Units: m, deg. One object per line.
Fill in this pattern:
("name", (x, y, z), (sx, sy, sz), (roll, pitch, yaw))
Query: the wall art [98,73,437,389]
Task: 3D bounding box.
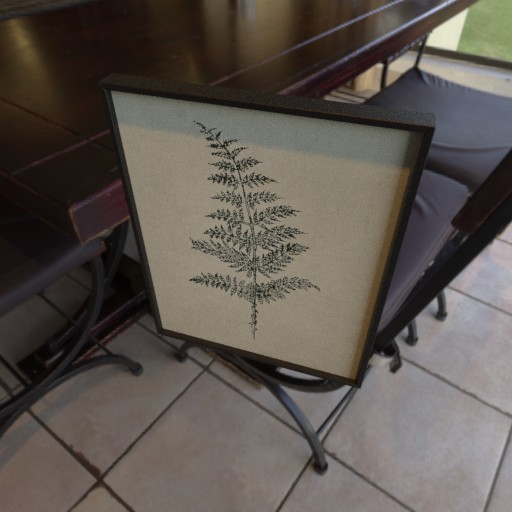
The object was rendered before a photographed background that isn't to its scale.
("wall art", (0.000, 0.000, 0.761), (0.449, 0.555, 0.039), (12, 43, 13))
